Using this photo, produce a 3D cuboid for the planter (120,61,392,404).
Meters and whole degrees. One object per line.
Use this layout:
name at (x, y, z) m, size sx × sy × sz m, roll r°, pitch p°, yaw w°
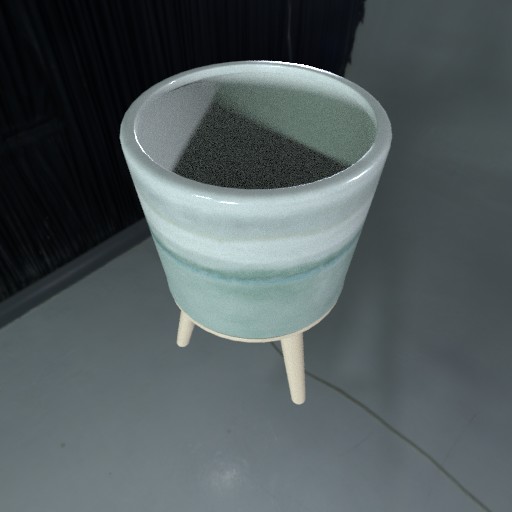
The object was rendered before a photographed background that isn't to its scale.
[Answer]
planter at (0.000, 0.000, 0.583) m, size 0.265 × 0.404 × 0.265 m, roll 32°, pitch 54°, yaw 27°
